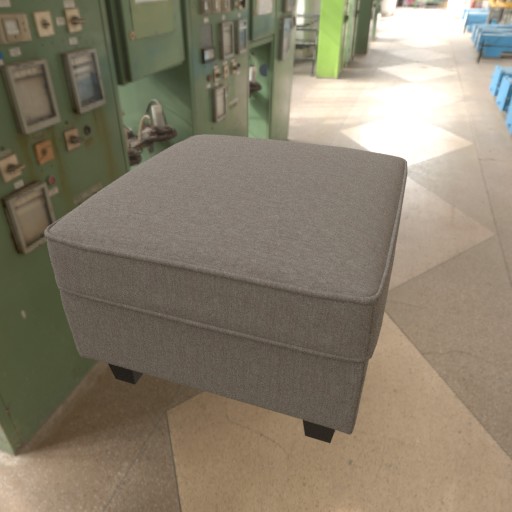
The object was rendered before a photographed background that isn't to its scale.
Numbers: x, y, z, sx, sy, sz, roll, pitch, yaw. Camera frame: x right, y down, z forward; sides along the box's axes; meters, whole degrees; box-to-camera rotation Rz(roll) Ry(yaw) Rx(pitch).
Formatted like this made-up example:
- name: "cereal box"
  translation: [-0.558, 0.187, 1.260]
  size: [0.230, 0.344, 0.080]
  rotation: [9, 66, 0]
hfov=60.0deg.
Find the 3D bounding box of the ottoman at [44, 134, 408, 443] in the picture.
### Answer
- name: "ottoman"
  translation: [0.000, 0.000, 1.377]
  size: [0.808, 0.612, 0.871]
  rotation: [11, 34, 16]
